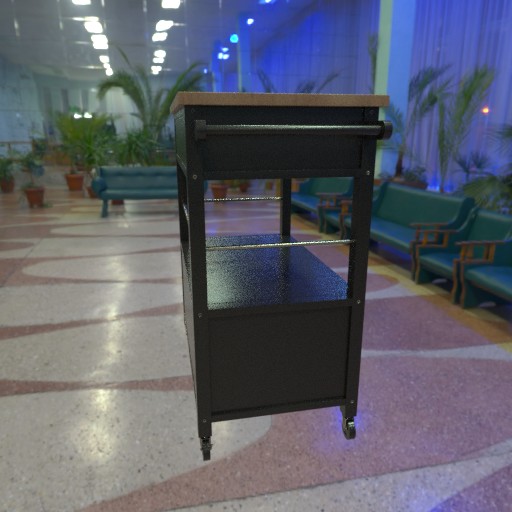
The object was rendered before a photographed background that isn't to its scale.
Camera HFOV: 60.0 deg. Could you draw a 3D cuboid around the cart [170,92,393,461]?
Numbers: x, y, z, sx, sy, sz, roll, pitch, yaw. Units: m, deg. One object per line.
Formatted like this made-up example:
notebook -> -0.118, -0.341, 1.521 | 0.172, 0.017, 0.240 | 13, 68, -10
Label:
cart -> 0.000, 0.000, 1.371 | 0.459, 0.901, 0.840 | -3, 17, -11
